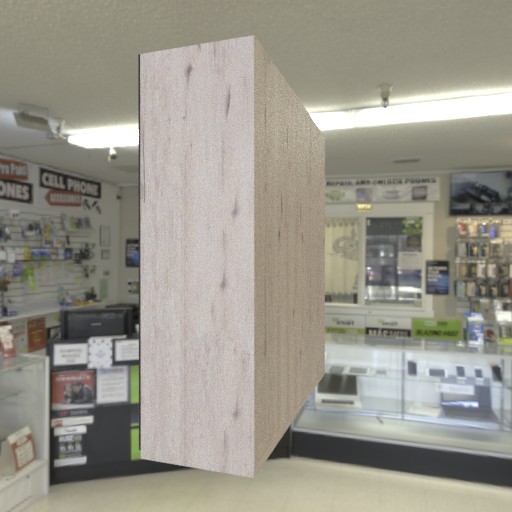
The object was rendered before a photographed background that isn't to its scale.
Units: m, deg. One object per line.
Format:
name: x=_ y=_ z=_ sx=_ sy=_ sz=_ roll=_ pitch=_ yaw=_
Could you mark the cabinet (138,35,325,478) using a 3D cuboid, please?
cabinet: x=0.000 y=0.000 z=3.233 sx=0.660 sy=2.180 sz=2.000 roll=0 pitch=0 yaw=19
